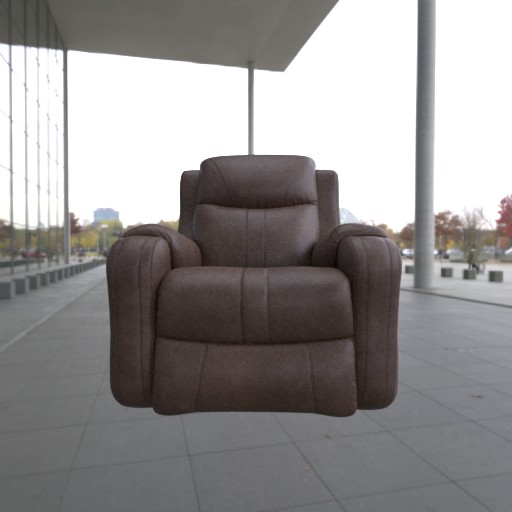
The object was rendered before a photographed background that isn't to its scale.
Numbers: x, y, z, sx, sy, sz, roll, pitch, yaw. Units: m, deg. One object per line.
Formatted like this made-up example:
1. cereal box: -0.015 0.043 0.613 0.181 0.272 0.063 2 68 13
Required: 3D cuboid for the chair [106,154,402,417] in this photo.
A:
1. chair: 0.000 0.000 1.832 0.940 0.990 1.067 0 1 1
